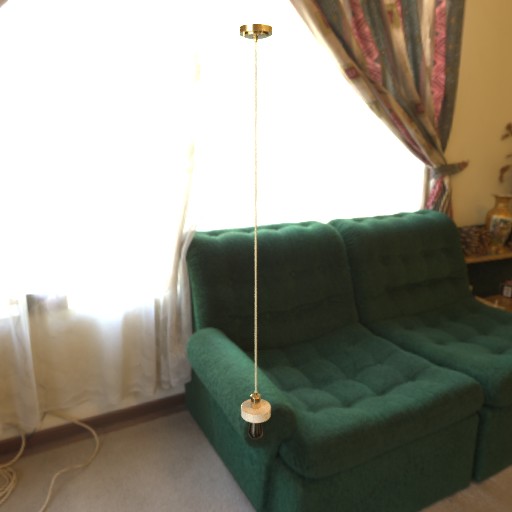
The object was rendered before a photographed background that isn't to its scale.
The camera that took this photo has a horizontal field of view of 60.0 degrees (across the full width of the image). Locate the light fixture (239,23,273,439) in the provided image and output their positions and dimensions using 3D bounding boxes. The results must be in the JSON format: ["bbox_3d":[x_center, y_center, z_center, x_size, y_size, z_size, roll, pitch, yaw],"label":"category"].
[{"bbox_3d":[0.000,0.000,1.772,0.129,1.669,0.129,-13,19,-43],"label":"light fixture"}]
